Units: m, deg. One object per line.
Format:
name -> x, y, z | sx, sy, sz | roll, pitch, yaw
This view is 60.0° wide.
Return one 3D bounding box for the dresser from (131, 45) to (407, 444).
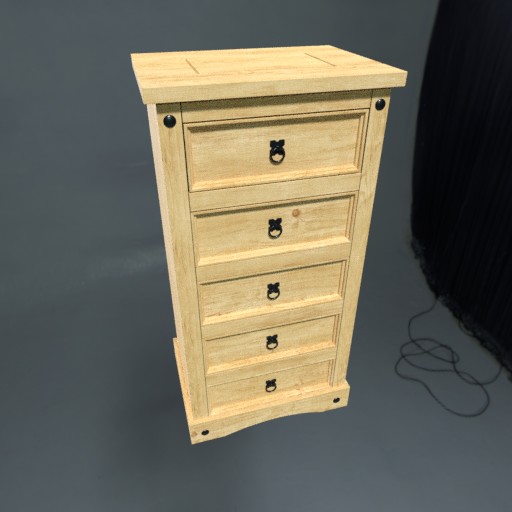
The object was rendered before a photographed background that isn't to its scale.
dresser -> 0.000, 0.000, 1.282 | 0.531, 1.041, 0.390 | -9, 34, -13
